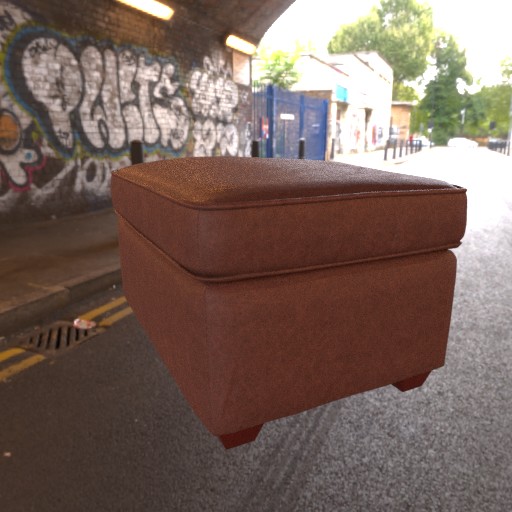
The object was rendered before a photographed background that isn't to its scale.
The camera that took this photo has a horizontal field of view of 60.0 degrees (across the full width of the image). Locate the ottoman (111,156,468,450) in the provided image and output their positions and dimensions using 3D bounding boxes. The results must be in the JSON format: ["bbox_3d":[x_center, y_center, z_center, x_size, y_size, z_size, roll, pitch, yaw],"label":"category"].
[{"bbox_3d":[0.000,0.000,1.047,0.548,0.449,0.749,-7,17,-25],"label":"ottoman"}]
